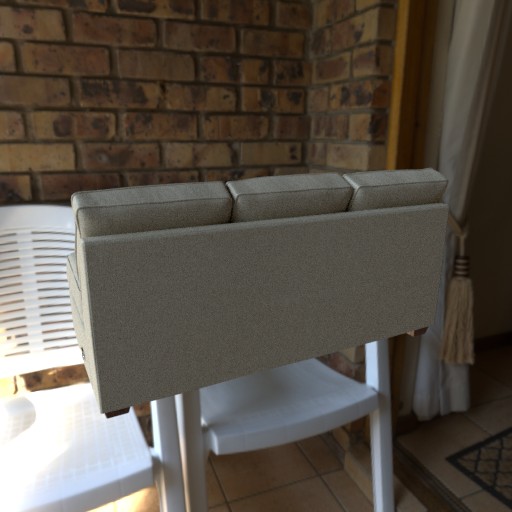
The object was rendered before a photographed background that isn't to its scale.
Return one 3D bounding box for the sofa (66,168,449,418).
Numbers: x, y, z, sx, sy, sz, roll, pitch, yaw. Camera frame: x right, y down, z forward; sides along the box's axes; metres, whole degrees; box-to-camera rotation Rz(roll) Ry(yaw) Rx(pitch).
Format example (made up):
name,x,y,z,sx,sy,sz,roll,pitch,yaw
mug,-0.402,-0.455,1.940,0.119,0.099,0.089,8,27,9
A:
name,x,y,z,sx,sy,sz,roll,pitch,yaw
sofa,0.000,0.000,2.532,1.962,0.973,1.027,-8,17,-26
